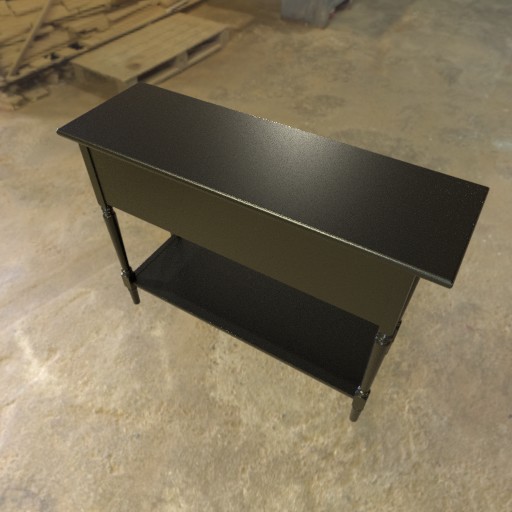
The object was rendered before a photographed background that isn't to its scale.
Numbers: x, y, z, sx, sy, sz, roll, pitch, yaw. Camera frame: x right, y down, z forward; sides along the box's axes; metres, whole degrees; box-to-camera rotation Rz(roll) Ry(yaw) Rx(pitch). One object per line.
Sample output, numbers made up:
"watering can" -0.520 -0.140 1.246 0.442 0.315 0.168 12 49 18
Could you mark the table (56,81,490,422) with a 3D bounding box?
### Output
"table" 0.000 0.000 1.542 1.191 0.819 0.386 23 51 21
